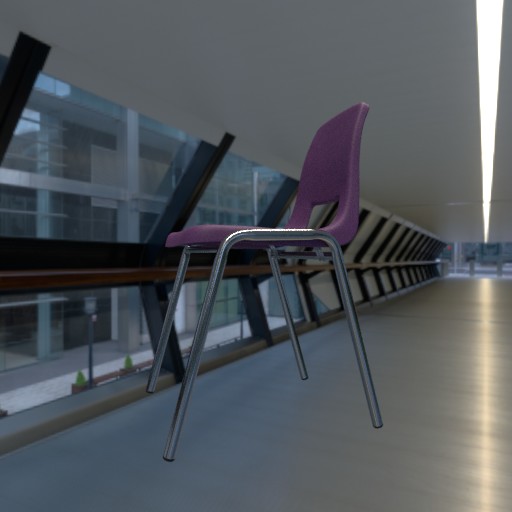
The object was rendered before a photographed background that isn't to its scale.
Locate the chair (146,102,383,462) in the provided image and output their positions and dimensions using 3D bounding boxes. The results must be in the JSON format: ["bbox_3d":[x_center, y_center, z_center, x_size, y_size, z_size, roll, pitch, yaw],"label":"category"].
[{"bbox_3d":[0.000,0.000,0.944,0.432,0.654,0.381,0,0,-18],"label":"chair"}]
